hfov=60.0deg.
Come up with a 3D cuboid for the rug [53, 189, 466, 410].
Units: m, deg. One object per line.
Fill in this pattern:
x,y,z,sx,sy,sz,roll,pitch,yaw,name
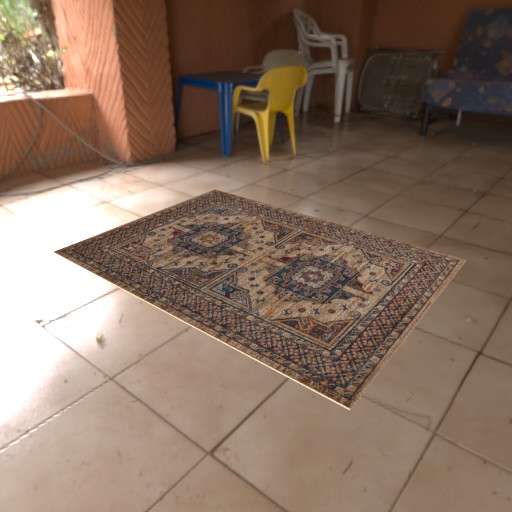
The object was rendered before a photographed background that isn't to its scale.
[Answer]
0.000,0.000,2.940,2.227,0.008,1.611,20,34,33,rug
